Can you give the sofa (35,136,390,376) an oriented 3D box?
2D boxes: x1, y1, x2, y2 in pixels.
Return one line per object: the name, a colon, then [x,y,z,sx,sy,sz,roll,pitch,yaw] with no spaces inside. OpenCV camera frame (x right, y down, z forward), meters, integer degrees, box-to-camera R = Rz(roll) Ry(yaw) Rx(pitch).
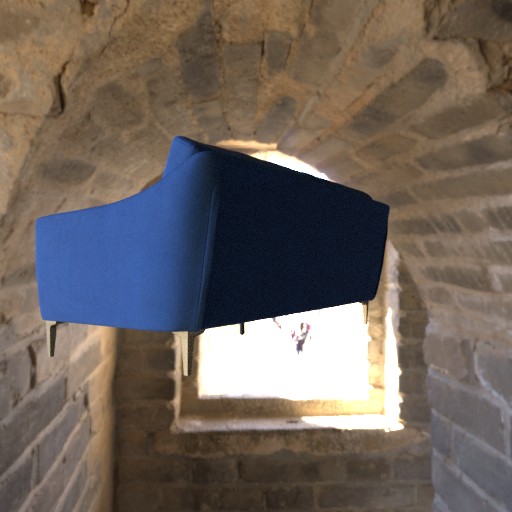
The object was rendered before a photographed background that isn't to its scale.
sofa: [0.000,0.000,2.484,0.960,0.903,2.036,-1,-1,36]
